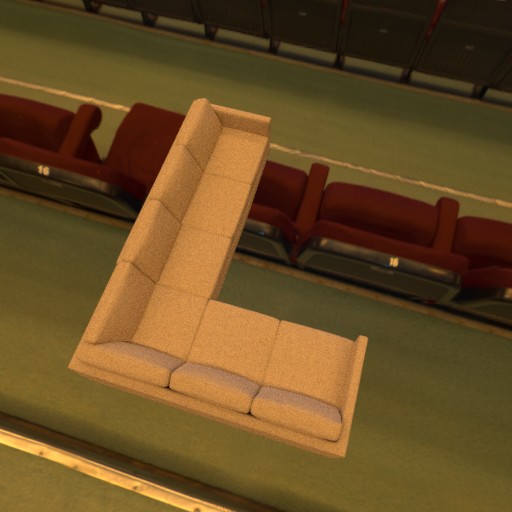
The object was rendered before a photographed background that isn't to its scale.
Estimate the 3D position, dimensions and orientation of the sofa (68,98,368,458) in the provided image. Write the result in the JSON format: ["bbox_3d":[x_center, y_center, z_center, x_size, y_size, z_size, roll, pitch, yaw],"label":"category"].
[{"bbox_3d":[0.000,0.000,4.488,2.432,0.863,3.182,15,66,7],"label":"sofa"}]
